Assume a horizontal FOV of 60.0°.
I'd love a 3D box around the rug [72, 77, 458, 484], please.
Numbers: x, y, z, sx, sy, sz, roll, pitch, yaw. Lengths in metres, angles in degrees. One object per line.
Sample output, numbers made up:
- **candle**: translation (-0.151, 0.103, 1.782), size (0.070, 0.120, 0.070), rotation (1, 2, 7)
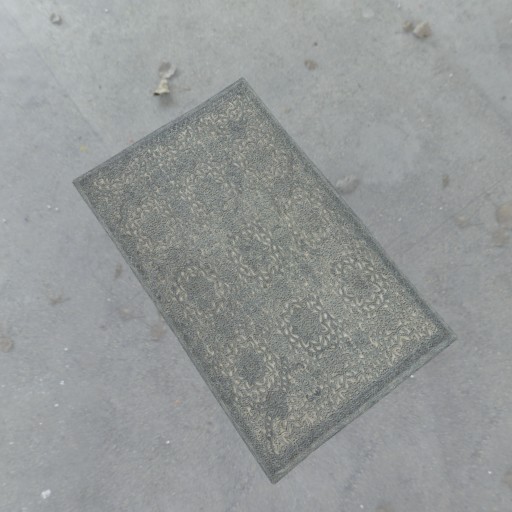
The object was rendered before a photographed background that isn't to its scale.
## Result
- **rug**: translation (0.000, 0.000, 3.100), size (1.535, 0.022, 2.498), rotation (-35, 78, -9)
